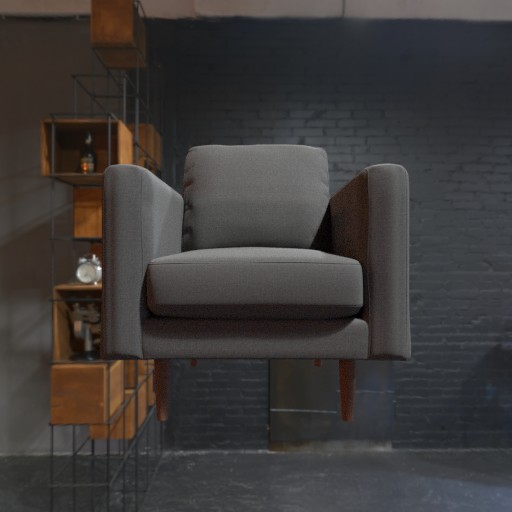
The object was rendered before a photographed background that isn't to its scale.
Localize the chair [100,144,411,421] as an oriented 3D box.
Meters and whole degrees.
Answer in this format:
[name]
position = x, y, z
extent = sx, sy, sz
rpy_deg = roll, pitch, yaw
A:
[chair]
position = 0.000, 0.000, 1.566
extent = 0.854, 0.927, 0.800
rpy_deg = 0, 0, 0
